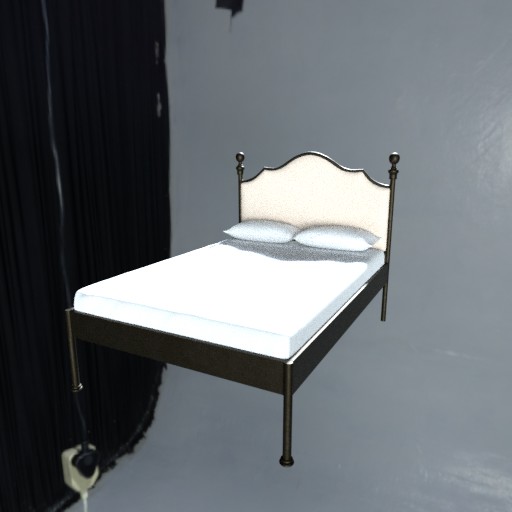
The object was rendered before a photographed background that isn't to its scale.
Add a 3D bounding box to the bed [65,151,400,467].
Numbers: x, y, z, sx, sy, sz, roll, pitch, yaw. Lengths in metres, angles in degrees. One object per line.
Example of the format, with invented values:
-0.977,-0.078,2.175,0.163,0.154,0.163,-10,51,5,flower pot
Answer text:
0.000,0.000,3.199,1.533,1.462,2.170,7,15,27,bed
